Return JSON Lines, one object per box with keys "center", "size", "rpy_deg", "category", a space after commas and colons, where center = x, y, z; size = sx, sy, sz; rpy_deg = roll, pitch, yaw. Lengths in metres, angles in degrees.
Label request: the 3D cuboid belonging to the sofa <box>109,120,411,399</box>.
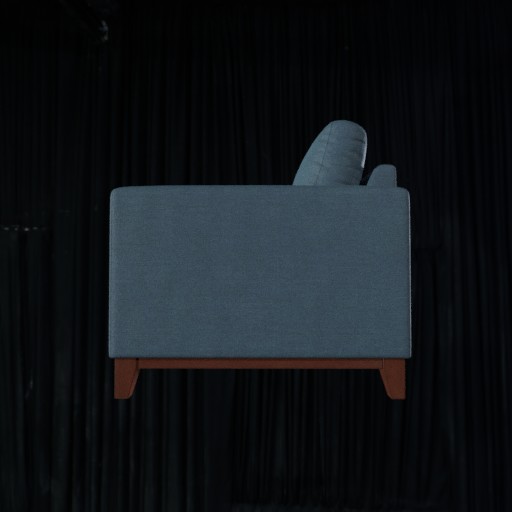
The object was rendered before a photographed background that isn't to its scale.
{"center": [0.000, 0.000, 2.077], "size": [0.955, 0.903, 1.489], "rpy_deg": [0, -1, 0], "category": "sofa"}
